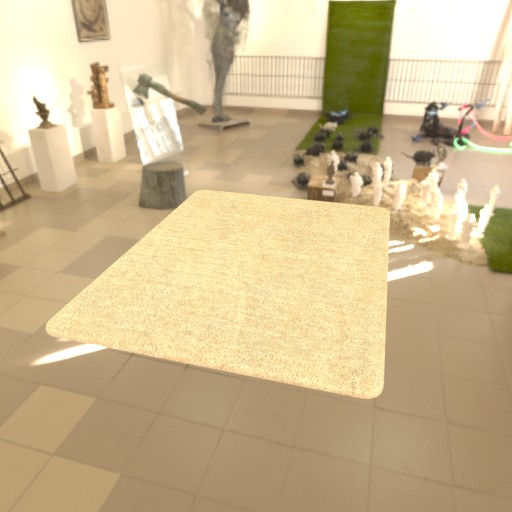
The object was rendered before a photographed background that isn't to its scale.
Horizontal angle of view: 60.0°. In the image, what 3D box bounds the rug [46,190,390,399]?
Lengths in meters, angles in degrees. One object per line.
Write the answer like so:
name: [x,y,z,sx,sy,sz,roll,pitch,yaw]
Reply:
rug: [0.000,0.000,3.492,2.009,0.048,2.528,8,29,14]
